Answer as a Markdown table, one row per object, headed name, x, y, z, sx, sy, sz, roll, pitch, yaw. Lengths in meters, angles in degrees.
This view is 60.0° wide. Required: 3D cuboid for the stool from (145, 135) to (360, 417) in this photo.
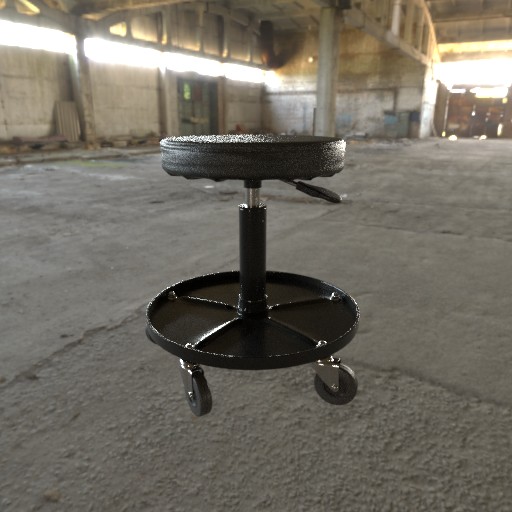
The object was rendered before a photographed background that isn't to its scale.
| name | x | y | z | sx | sy | sz | roll | pitch | yaw |
| --- | --- | --- | --- | --- | --- | --- | --- | --- | --- |
| stool | 0.000 | 0.000 | 0.707 | 0.382 | 0.365 | 0.381 | 9 | 19 | 27 |
